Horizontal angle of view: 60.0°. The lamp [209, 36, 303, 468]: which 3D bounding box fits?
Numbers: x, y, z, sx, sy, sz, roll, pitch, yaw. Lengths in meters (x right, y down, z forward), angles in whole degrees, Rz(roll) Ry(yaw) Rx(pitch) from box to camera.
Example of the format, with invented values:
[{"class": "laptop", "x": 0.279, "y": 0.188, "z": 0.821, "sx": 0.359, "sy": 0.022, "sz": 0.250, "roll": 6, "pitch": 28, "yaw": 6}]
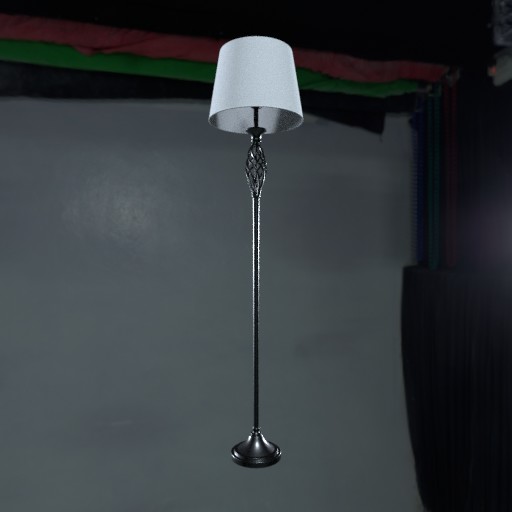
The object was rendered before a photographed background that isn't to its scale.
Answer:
[{"class": "lamp", "x": 0.000, "y": 0.000, "z": 1.787, "sx": 0.379, "sy": 1.623, "sz": 0.379, "roll": 0, "pitch": 1, "yaw": 0}]
